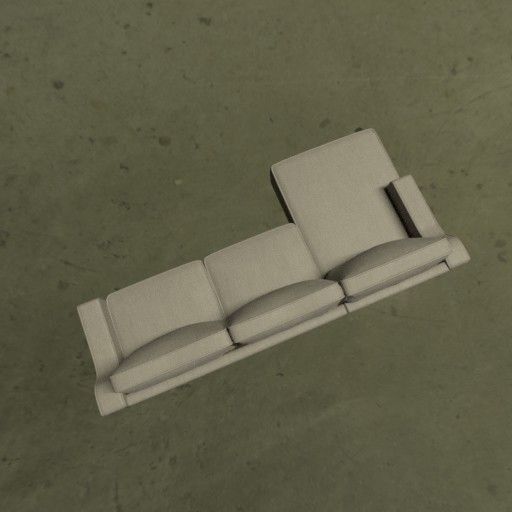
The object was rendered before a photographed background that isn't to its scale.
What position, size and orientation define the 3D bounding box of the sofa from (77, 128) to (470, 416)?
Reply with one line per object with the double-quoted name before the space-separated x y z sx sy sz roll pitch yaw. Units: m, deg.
"sofa" 0.000 0.000 3.224 2.561 0.928 1.294 -22 77 -5
